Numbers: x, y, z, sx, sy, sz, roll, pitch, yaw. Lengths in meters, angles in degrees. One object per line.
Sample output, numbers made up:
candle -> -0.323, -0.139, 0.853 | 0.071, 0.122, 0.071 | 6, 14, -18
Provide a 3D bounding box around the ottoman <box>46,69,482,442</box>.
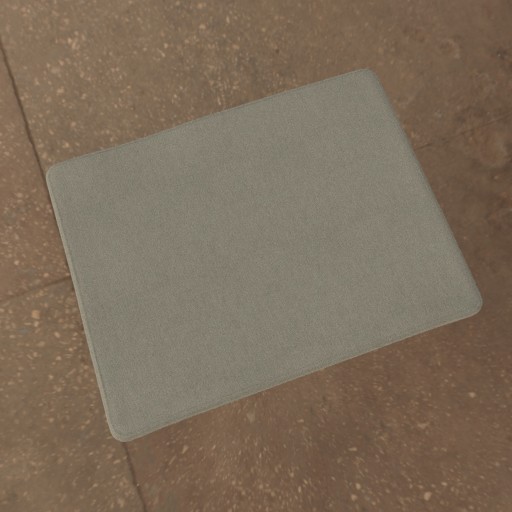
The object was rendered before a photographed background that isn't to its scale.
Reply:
ottoman -> 0.000, 0.000, 1.182 | 0.833, 0.461, 0.648 | -19, 77, -5
